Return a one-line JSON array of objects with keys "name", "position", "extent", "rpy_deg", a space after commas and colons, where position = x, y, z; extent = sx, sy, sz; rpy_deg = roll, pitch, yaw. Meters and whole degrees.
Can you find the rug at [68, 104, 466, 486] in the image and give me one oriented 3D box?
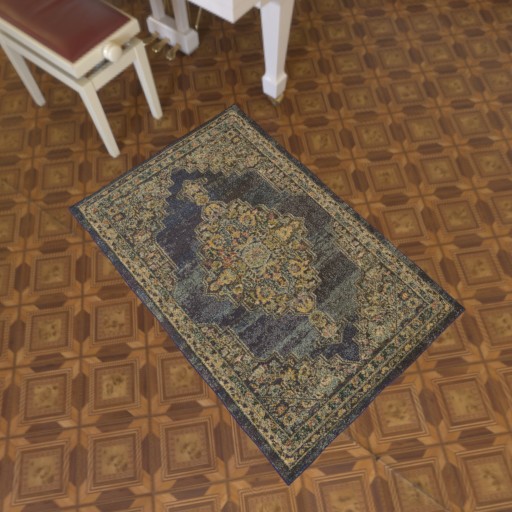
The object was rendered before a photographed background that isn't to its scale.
[{"name": "rug", "position": [0.000, 0.000, 2.290], "extent": [1.184, 0.012, 1.781], "rpy_deg": [-38, 70, -17]}]
